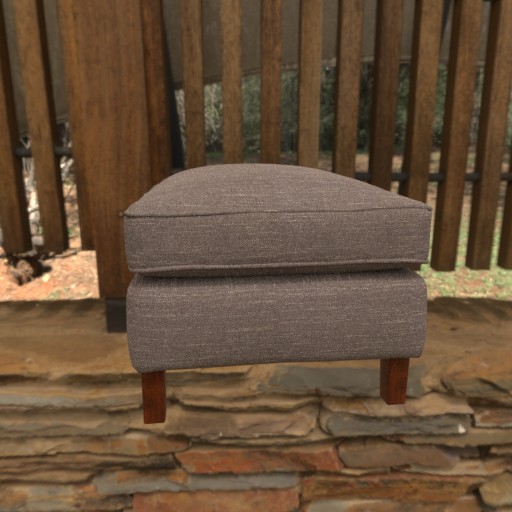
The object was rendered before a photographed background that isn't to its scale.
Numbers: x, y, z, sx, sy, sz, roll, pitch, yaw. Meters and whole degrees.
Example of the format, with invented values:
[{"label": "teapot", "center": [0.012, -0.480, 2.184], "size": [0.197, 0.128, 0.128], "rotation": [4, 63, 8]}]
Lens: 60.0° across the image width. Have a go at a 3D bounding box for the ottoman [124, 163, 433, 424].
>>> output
[{"label": "ottoman", "center": [0.000, 0.000, 0.995], "size": [0.508, 0.406, 0.686], "rotation": [-2, 13, -7]}]
